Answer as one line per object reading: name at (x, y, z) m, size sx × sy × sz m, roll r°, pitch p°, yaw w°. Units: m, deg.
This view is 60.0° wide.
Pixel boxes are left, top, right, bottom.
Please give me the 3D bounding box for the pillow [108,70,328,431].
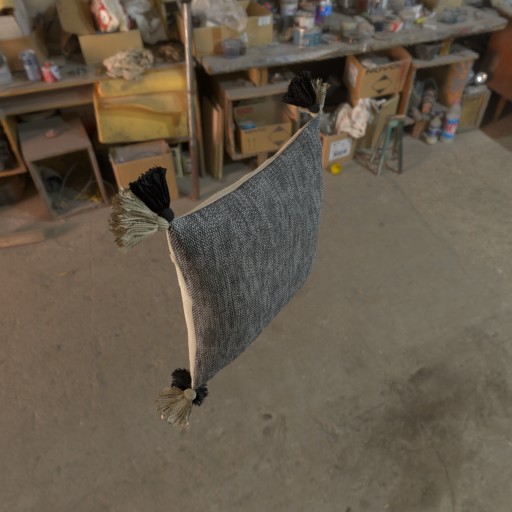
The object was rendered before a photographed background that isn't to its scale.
pillow at (0.000, 0.000, 0.982) m, size 0.170 × 0.659 × 0.654 m, roll 26°, pitch 49°, yaw 25°
